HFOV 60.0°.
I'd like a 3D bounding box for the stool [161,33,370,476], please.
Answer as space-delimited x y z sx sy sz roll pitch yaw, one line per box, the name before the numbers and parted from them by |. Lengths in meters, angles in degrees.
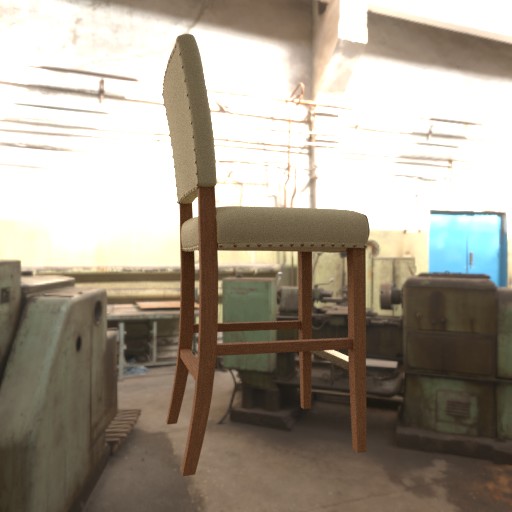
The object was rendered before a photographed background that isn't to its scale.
stool | 0.000 0.000 1.441 0.584 1.168 0.445 0 0 -17
